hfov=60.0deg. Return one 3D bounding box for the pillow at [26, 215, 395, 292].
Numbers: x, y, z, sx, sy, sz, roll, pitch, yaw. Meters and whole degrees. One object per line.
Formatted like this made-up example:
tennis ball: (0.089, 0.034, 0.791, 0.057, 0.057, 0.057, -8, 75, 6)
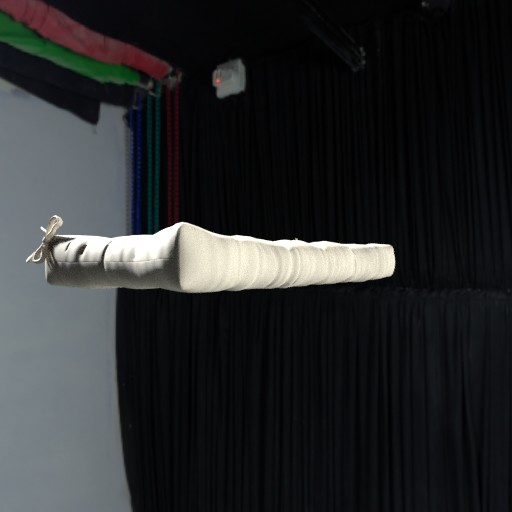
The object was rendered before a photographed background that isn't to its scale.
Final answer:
pillow: (0.000, 0.000, 1.344, 0.511, 0.174, 1.194, -1, -1, 35)
